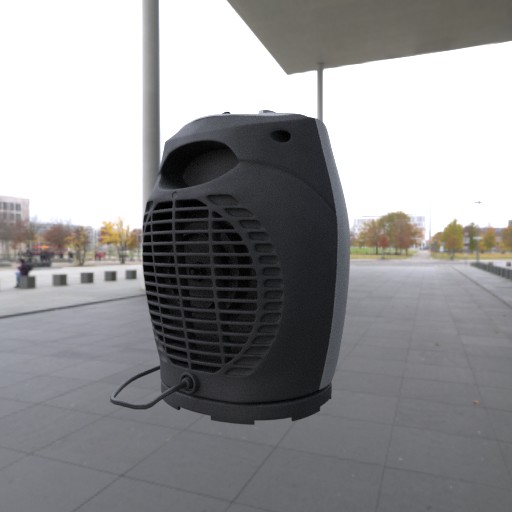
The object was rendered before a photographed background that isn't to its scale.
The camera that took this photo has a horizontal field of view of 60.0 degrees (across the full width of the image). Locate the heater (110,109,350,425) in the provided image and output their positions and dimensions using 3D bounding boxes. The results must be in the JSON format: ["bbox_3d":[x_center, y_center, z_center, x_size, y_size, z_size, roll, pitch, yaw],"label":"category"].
[{"bbox_3d":[0.000,0.000,0.466,0.239,0.255,0.291,0,1,36],"label":"heater"}]
